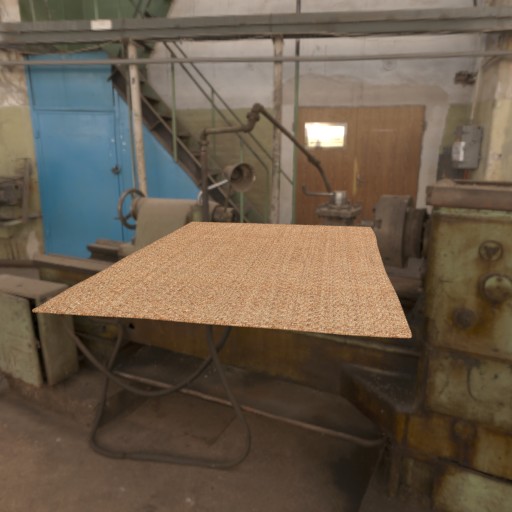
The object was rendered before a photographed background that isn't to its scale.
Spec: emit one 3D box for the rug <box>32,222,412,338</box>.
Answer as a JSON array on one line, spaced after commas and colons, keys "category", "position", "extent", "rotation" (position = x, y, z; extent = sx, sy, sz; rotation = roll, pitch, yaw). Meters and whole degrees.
[{"category": "rug", "position": [0.000, 0.000, 2.742], "extent": [1.566, 0.013, 2.141], "rotation": [2, 15, 9]}]
